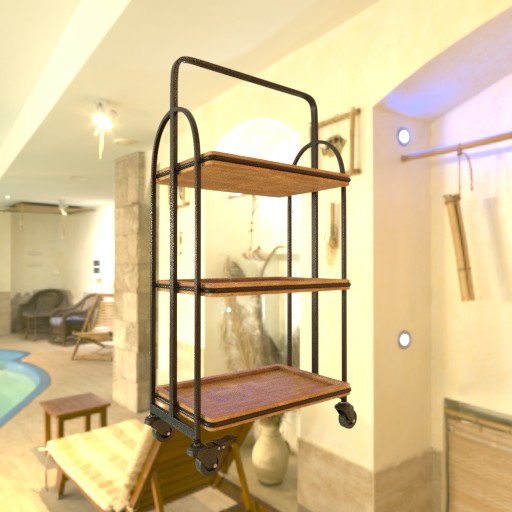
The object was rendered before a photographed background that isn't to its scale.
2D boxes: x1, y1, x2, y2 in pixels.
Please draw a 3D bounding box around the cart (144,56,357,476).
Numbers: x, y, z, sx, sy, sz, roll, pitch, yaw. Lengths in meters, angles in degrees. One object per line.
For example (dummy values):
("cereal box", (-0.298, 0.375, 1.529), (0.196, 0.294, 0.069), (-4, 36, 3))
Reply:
("cart", (0.000, 0.000, 1.243), (0.553, 1.001, 0.327), (1, -1, -37))
